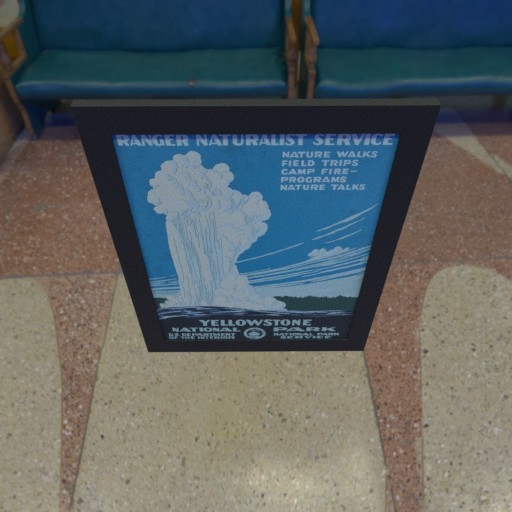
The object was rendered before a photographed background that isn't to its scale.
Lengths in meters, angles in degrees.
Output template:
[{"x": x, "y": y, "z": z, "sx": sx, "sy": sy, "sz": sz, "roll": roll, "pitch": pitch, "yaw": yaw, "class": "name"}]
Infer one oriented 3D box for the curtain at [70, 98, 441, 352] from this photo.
[{"x": 0.000, "y": 0.000, "z": 0.794, "sx": 0.483, "sy": 0.585, "sz": 0.027, "roll": 0, "pitch": 45, "yaw": 0, "class": "curtain"}]
